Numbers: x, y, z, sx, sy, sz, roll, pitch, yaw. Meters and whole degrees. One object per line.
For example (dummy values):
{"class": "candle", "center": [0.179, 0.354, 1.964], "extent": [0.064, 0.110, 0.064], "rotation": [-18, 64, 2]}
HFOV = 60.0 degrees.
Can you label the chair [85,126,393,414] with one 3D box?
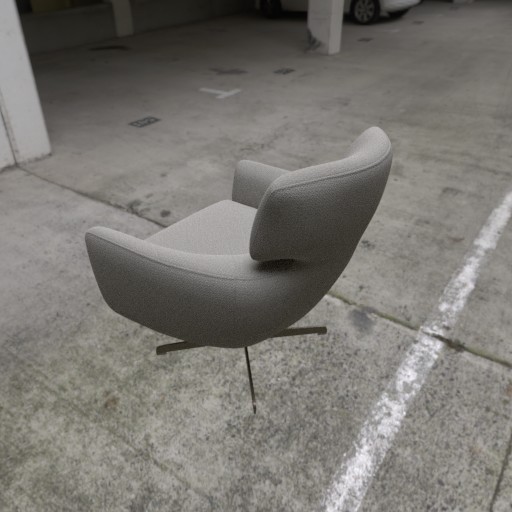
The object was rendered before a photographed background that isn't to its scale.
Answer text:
{"class": "chair", "center": [0.000, 0.000, 1.413], "extent": [0.730, 0.810, 0.760], "rotation": [21, 37, 30]}
